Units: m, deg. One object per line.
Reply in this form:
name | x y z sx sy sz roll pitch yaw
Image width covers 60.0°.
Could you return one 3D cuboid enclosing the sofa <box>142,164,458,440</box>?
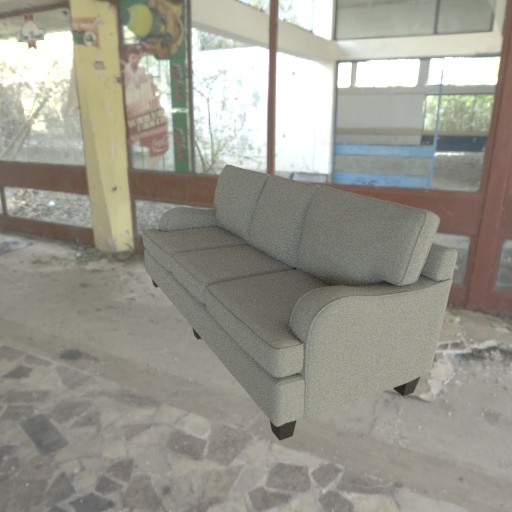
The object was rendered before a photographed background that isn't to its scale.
sofa | 0.000 0.000 2.941 1.016 0.997 2.323 -8 19 -26
